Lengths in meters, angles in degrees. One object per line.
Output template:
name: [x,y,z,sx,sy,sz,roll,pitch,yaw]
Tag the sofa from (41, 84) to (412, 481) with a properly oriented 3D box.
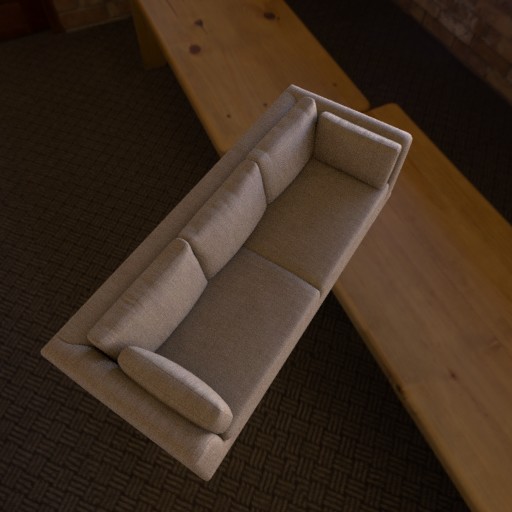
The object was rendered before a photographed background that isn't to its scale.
sofa: [0.000,0.000,2.828,0.969,0.867,2.415,29,63,17]
